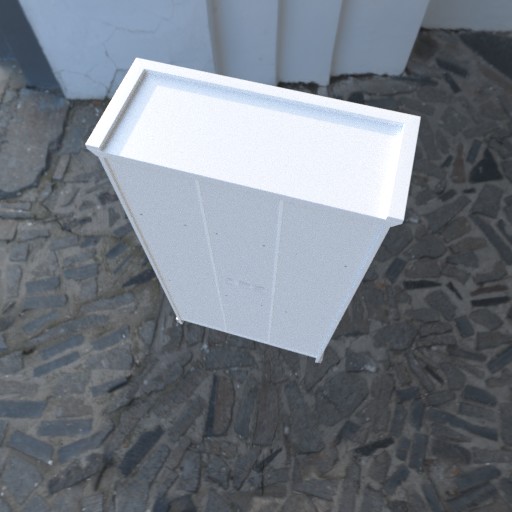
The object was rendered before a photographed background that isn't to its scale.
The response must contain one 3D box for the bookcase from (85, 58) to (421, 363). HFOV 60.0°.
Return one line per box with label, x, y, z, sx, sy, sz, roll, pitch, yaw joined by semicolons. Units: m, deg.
bookcase;0.000;0.000;2.328;1.050;1.880;0.432;15;64;7
